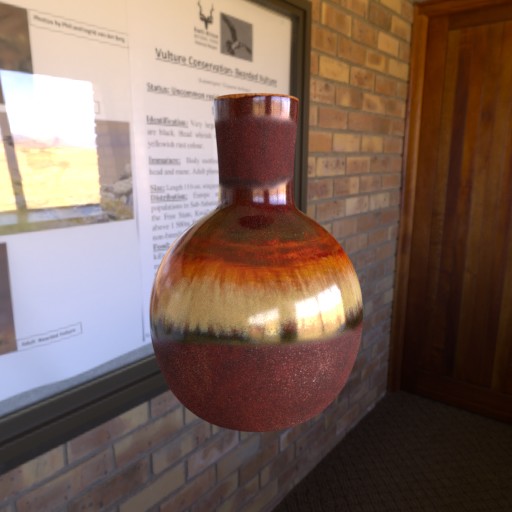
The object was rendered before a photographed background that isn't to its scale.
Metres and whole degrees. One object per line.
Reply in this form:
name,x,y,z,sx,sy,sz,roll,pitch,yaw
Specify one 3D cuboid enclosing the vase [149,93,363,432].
vase,0.000,0.000,0.229,0.111,0.154,0.111,0,12,0
